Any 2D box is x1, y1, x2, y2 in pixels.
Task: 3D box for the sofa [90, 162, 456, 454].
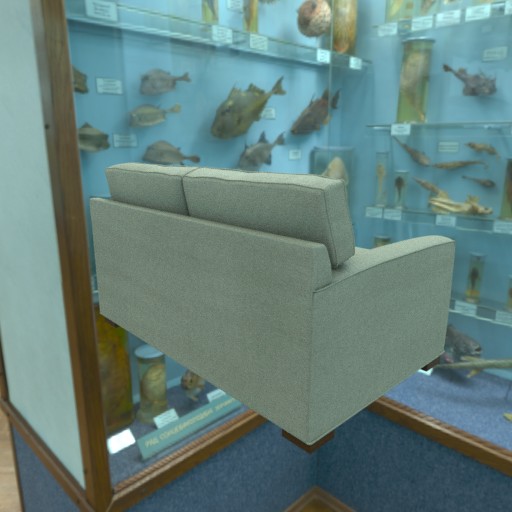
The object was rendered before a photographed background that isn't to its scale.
[{"bbox_3d":[0.000,0.000,2.092,0.940,0.853,1.484,-13,19,-41],"label":"sofa"}]
